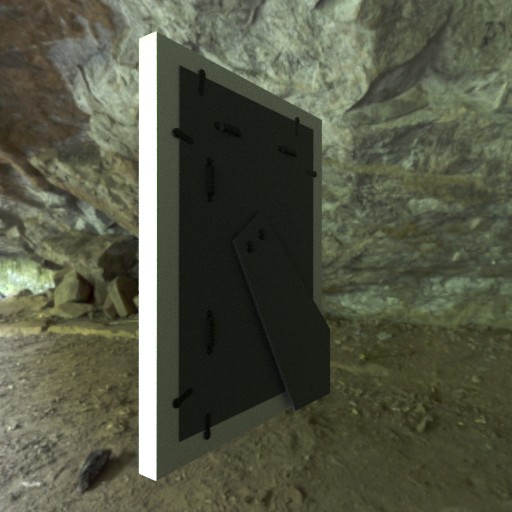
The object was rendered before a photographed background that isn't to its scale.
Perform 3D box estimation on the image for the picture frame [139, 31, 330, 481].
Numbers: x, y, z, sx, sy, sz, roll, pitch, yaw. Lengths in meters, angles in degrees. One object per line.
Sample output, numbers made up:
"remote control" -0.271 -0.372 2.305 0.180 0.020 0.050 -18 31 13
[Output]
"picture frame" 0.000 0.000 0.508 0.036 0.386 0.307 0 0 36
